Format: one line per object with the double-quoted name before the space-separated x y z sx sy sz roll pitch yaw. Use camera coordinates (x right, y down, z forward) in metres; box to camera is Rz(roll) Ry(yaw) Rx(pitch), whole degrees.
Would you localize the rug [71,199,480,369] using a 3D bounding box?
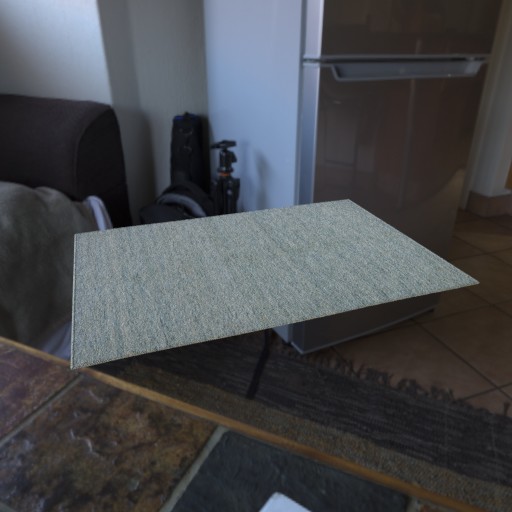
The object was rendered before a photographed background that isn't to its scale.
"rug" 0.000 0.000 2.950 2.283 0.013 1.547 -9 28 -17
